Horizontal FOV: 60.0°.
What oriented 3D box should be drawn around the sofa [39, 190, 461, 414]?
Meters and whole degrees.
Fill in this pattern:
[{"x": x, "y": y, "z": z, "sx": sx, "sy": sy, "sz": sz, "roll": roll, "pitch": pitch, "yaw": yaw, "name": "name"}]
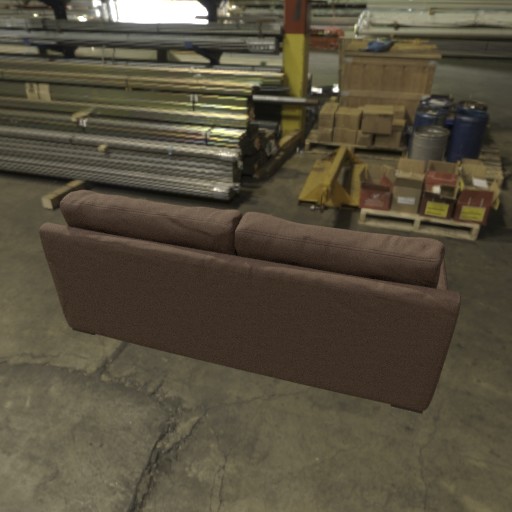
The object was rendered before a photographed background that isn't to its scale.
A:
[{"x": 0.000, "y": 0.000, "z": 2.824, "sx": 2.274, "sy": 0.950, "sz": 1.140, "roll": 10, "pitch": 33, "yaw": 15, "name": "sofa"}]
